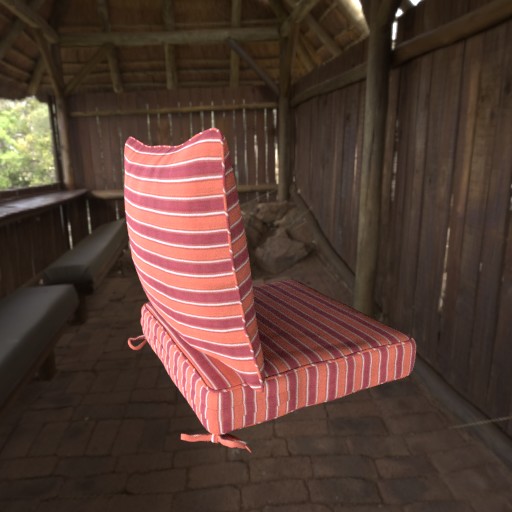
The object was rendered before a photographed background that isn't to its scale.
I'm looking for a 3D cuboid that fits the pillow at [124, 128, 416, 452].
[{"bbox_3d":[0.000,0.000,1.367,0.733,0.723,0.799,-7,15,-27],"label":"pillow"}]
